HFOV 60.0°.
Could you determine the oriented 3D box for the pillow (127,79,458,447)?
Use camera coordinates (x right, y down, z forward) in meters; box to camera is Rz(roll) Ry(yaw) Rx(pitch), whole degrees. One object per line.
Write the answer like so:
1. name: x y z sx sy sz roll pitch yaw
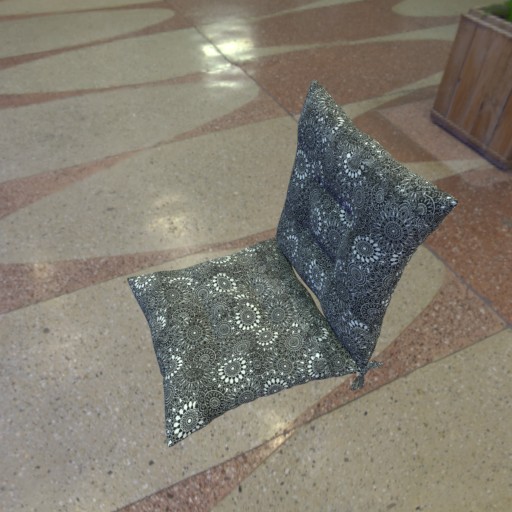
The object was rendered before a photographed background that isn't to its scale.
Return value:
1. pillow: 0.000 0.000 0.995 0.585 0.536 0.541 -16 47 -15
